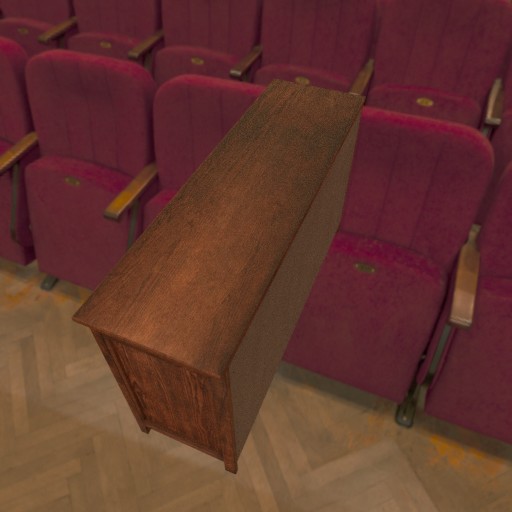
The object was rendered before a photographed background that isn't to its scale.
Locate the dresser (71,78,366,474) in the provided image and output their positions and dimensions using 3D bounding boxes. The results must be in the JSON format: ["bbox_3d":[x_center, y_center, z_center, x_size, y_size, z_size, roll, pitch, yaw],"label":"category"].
[{"bbox_3d":[0.000,0.000,1.965,0.463,0.856,1.551,17,50,15],"label":"dresser"}]
